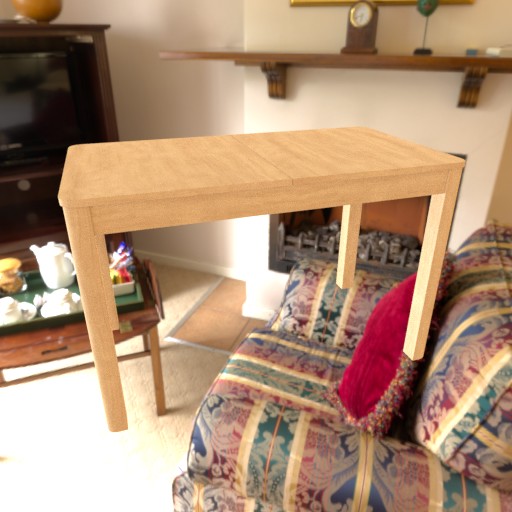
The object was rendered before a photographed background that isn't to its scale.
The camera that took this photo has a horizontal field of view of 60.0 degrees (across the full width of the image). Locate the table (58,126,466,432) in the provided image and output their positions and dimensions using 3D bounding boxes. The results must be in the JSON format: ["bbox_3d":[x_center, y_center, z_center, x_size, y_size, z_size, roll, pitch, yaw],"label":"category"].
[{"bbox_3d":[0.000,0.000,1.931,1.400,0.900,0.750,-8,28,-16],"label":"table"}]
